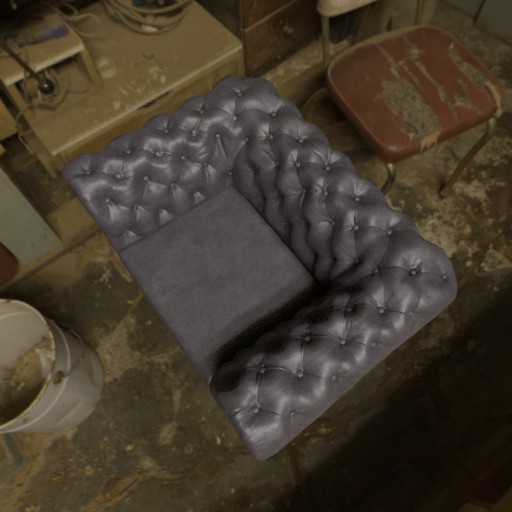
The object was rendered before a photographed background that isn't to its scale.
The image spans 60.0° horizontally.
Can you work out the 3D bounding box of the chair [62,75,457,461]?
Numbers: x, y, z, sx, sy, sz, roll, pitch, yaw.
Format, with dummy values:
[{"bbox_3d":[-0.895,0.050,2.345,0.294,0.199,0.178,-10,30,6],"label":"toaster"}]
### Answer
[{"bbox_3d":[0.000,0.000,1.874,0.943,0.780,1.298,-34,70,-14],"label":"chair"}]
